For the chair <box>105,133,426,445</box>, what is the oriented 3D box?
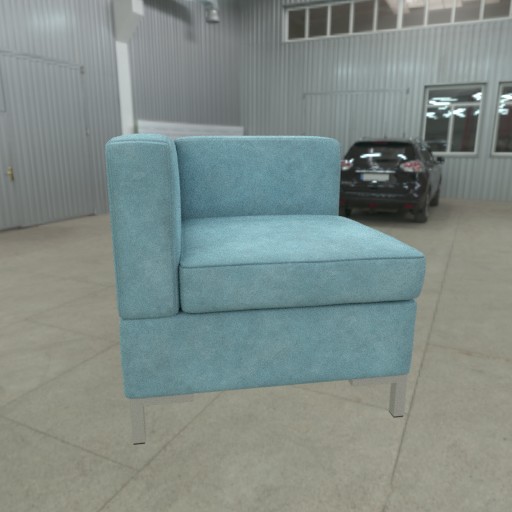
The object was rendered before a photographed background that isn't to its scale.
[{"bbox_3d":[0.000,0.000,1.245,0.684,0.660,0.691,-2,15,-9],"label":"chair"}]
